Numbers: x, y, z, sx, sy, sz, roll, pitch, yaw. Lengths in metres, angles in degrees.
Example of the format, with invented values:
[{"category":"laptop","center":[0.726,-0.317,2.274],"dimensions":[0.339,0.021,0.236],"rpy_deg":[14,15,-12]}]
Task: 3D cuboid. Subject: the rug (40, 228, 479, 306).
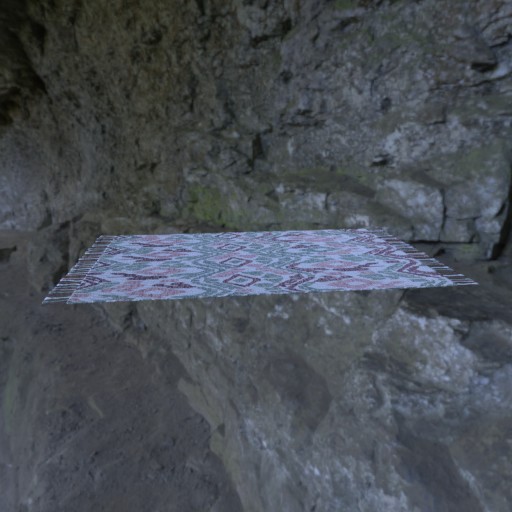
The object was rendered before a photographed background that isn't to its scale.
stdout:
[{"category":"rug","center":[0.000,0.000,3.121],"dimensions":[2.438,0.011,1.524],"rpy_deg":[-2,16,-7]}]
